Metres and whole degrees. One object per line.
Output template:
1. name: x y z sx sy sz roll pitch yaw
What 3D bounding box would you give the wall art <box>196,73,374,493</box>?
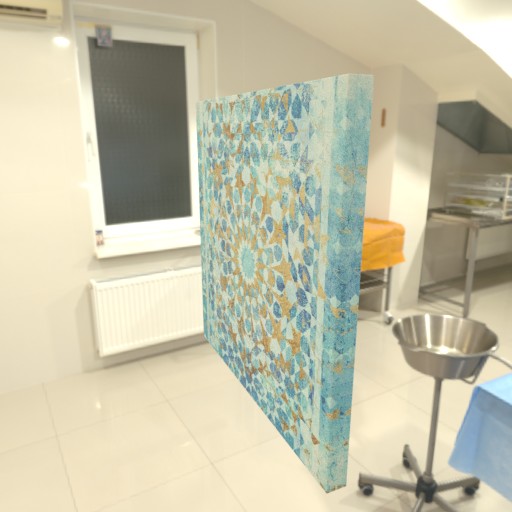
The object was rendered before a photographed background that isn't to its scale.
1. wall art: 0.000 0.000 0.880 0.040 0.609 0.609 -7 17 -23
